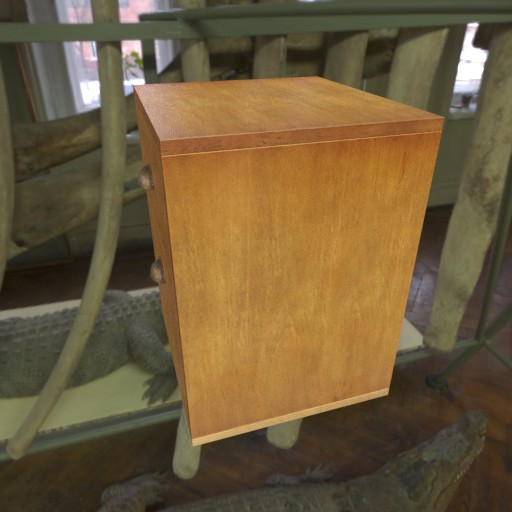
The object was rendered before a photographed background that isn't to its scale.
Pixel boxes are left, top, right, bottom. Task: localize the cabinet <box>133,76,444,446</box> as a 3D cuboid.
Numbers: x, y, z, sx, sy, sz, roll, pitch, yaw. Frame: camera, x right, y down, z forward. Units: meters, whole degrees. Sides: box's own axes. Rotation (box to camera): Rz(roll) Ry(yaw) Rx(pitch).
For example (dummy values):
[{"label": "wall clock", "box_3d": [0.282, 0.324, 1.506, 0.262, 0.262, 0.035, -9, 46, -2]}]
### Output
[{"label": "cabinet", "box_3d": [0.000, 0.000, 0.853, 0.401, 0.579, 0.409, -9, 31, -15]}]
